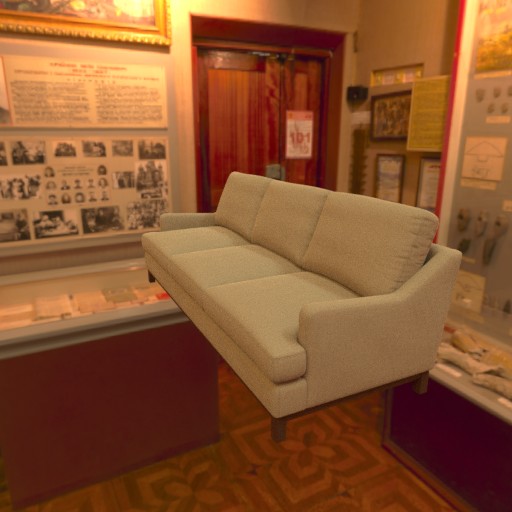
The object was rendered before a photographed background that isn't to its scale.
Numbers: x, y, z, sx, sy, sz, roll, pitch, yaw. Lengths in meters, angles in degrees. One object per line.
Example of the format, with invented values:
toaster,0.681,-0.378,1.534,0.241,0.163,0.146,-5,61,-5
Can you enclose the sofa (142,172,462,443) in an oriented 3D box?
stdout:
sofa,0.000,0.000,2.872,1.000,0.913,2.321,-8,18,-25
